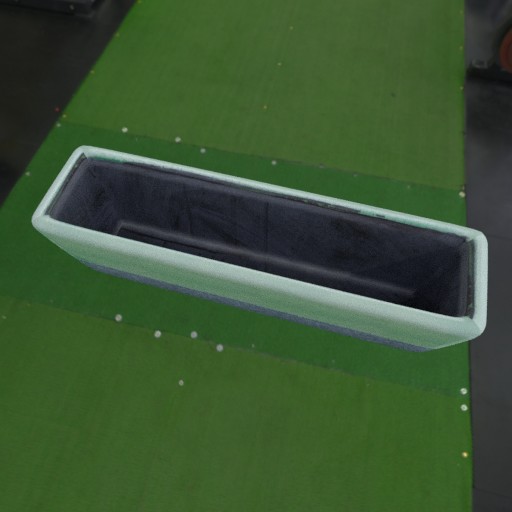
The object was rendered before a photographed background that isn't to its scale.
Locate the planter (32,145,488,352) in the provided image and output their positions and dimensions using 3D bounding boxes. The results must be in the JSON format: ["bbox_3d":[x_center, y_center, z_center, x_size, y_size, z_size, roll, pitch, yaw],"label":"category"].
[{"bbox_3d":[0.000,0.000,0.302,0.275,0.072,0.072,13,61,8],"label":"planter"}]
